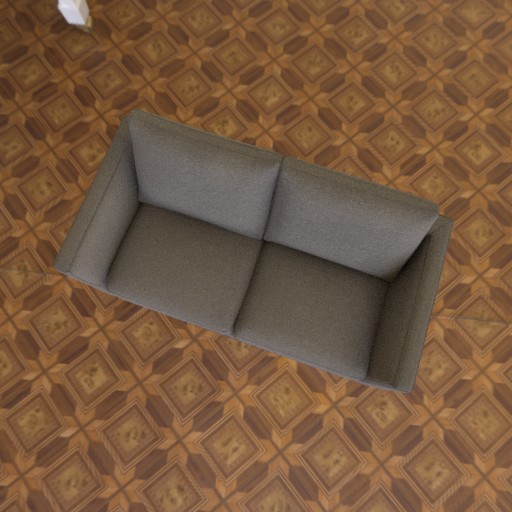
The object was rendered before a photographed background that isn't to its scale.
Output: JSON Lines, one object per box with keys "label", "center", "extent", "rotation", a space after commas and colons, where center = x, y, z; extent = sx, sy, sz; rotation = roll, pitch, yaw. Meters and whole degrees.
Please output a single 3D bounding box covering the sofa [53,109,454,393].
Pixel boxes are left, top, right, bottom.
{"label": "sofa", "center": [0.000, 0.000, 2.145], "extent": [1.594, 0.924, 0.803], "rotation": [19, 76, 5]}
